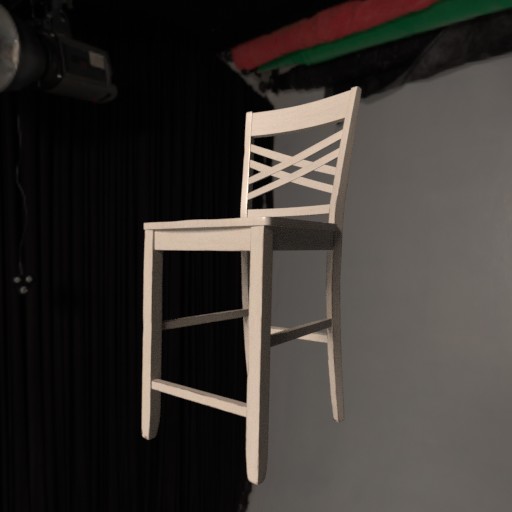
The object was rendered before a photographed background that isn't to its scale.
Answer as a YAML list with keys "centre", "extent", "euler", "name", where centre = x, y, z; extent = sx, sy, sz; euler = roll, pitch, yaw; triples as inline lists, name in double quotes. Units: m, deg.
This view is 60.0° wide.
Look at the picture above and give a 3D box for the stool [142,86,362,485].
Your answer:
- centre: [0.000, 0.000, 1.372]
  extent: [0.462, 1.079, 0.539]
  euler: [1, 1, 38]
  name: "stool"
